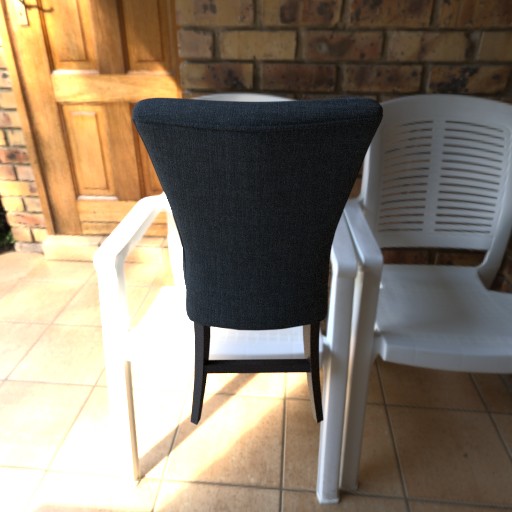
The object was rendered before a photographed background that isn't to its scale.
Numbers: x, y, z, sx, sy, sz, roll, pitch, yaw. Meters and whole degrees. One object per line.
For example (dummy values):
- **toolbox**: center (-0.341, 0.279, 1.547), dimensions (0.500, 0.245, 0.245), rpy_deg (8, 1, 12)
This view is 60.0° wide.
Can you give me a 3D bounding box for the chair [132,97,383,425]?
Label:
- **chair**: center (0.000, 0.000, 1.356), dimensions (0.520, 0.991, 0.660), rpy_deg (0, 28, -1)
